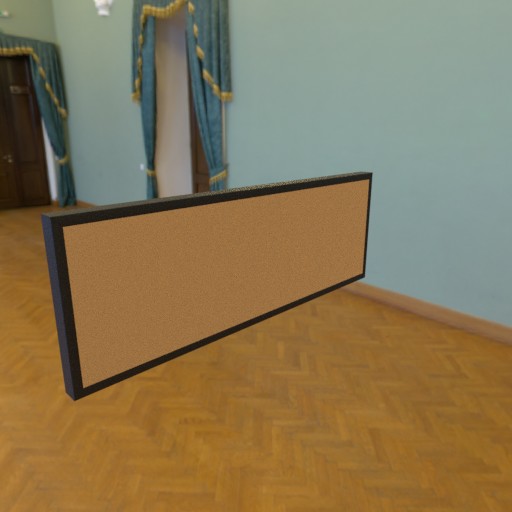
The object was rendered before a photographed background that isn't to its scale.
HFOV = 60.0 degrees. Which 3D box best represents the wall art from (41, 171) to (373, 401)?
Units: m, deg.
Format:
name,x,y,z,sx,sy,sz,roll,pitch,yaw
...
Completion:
name,x,y,z,sx,sy,sz,roll,pitch,yaw
wall art,0.000,0.000,0.975,0.860,0.303,0.037,-16,23,-42
